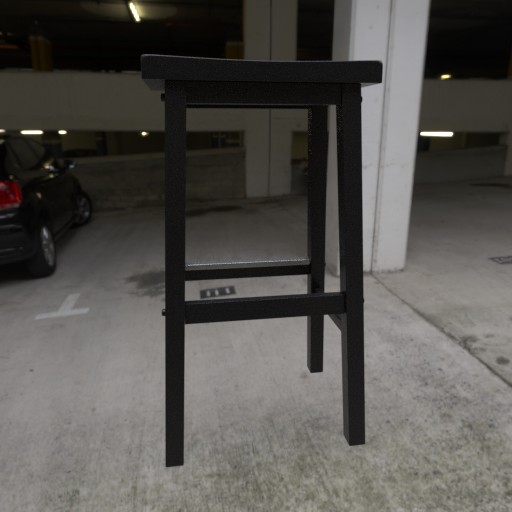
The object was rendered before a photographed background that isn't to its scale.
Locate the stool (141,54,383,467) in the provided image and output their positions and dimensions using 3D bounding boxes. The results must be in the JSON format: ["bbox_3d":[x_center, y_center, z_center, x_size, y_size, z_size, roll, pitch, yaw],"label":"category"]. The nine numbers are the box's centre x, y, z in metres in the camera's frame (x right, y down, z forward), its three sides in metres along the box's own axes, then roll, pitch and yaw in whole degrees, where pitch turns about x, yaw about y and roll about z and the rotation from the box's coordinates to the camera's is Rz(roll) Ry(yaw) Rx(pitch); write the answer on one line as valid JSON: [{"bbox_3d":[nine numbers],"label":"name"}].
[{"bbox_3d":[0.000,0.000,0.936,0.406,0.742,0.322,-3,16,-9],"label":"stool"}]
